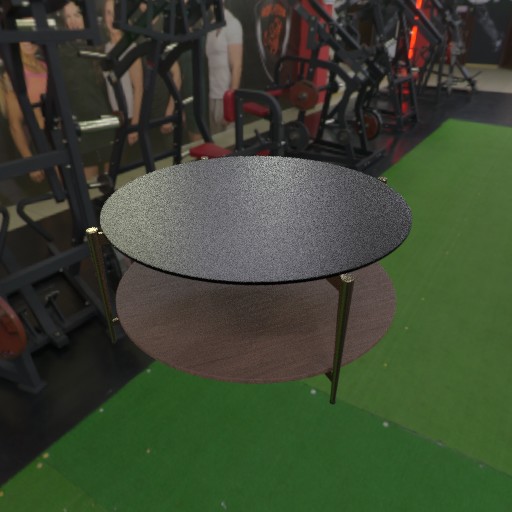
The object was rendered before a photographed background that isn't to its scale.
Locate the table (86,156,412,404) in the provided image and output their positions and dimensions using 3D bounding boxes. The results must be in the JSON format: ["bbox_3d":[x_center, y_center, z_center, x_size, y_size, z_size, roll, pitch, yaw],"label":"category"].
[{"bbox_3d":[0.000,0.000,1.489,0.938,0.400,0.938,19,35,30],"label":"table"}]
